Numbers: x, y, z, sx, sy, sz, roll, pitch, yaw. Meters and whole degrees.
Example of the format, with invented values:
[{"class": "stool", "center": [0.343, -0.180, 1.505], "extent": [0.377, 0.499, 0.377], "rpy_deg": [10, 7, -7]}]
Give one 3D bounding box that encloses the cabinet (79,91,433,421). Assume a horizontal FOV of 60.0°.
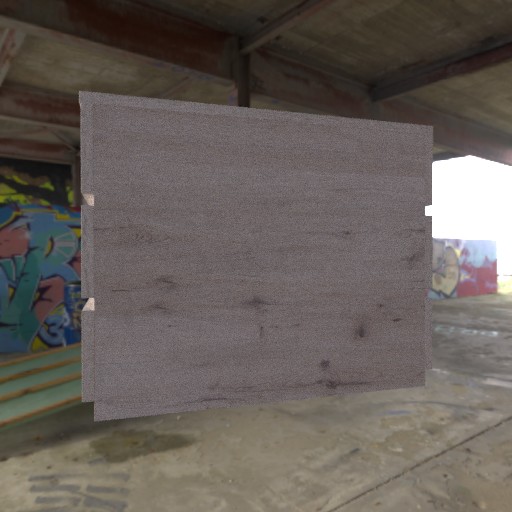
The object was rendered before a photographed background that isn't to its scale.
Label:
[{"class": "cabinet", "center": [0.000, 0.000, 1.448], "extent": [1.040, 0.820, 0.420], "rpy_deg": [0, 1, -17]}]
